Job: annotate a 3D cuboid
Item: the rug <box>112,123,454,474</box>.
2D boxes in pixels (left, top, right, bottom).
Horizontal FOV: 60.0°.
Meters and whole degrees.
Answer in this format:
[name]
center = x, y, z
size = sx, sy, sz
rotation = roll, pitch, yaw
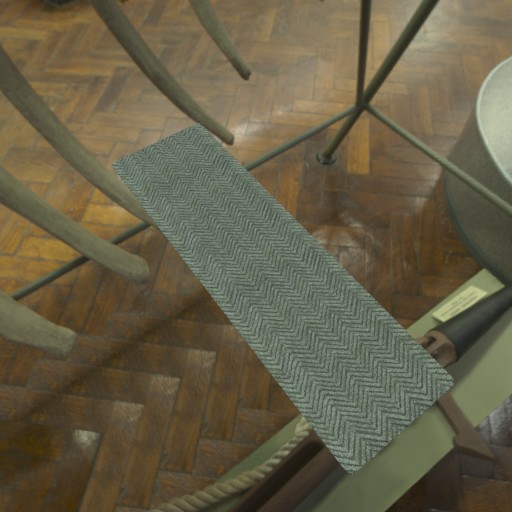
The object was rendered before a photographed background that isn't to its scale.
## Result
[rug]
center = 0.000, 0.000, 2.498
size = 0.686, 0.008, 2.286
rotation = -32, 62, -19
